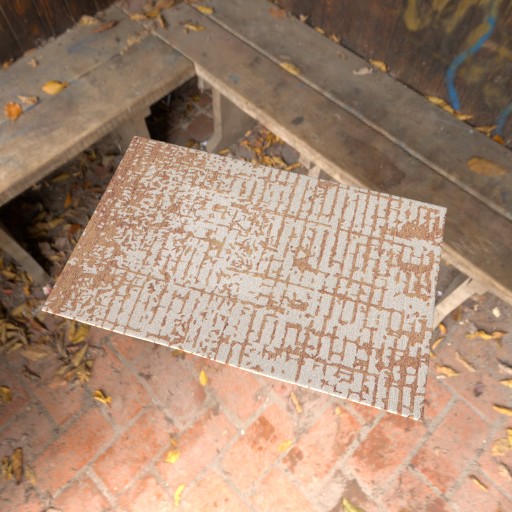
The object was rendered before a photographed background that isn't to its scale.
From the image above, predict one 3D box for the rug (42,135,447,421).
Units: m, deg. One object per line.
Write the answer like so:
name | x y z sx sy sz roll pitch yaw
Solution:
rug | 0.000 0.000 3.026 2.435 0.011 1.517 14 64 7
